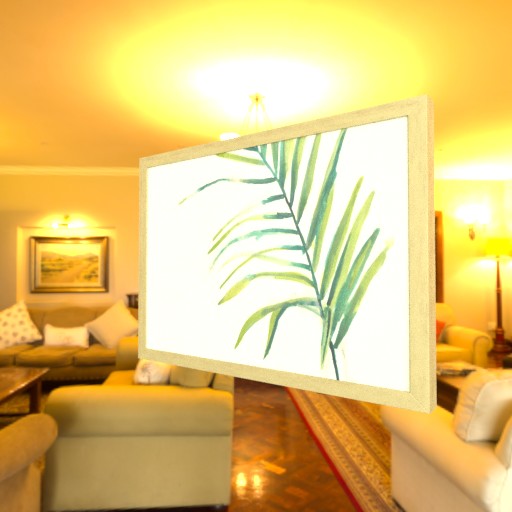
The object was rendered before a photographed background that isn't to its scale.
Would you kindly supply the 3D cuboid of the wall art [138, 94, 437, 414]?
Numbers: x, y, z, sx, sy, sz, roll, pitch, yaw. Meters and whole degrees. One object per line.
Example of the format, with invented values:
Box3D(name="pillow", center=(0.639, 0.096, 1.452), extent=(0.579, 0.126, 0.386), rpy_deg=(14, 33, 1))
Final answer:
Box3D(name="wall art", center=(0.000, 0.000, 0.697), extent=(0.532, 0.380, 0.032), rpy_deg=(-1, -2, 37))
